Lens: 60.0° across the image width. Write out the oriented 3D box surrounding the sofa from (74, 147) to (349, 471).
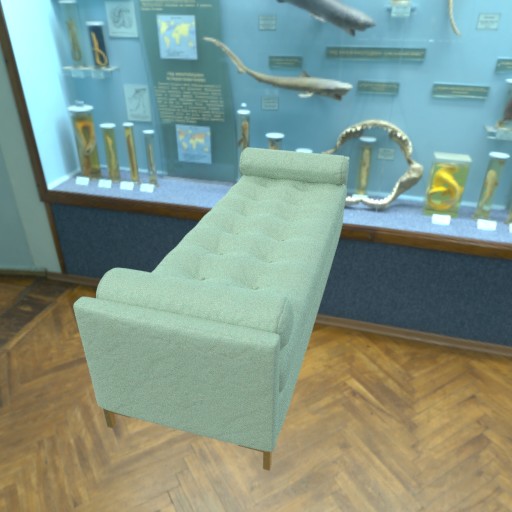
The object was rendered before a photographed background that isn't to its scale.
[{"bbox_3d":[0.000,0.000,2.514,0.796,0.705,2.102,9,31,14],"label":"sofa"}]
